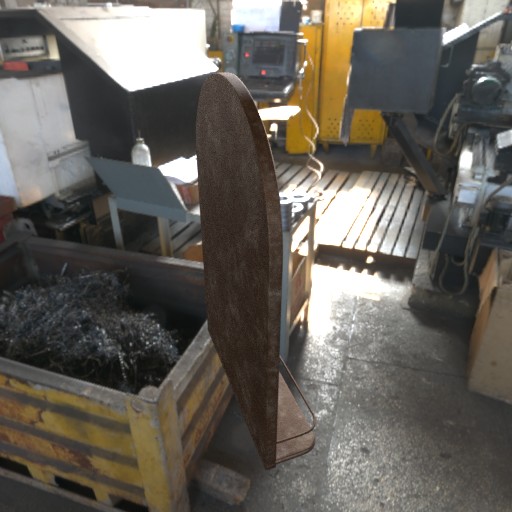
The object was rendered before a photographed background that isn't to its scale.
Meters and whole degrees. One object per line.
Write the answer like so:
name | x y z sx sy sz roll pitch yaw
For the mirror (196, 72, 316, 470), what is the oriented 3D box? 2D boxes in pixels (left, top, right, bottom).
mirror | 0.000 0.000 0.998 0.137 0.770 0.510 -10 31 -17
